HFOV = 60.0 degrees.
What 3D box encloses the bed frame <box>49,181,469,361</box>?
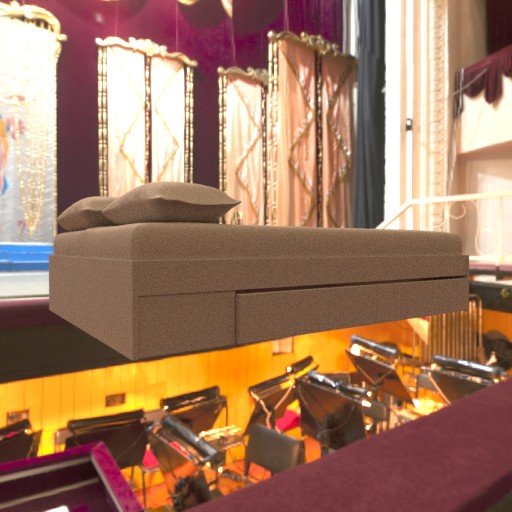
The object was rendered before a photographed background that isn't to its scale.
[{"bbox_3d":[0.000,0.000,2.554,1.950,0.629,1.450,-1,1,-35],"label":"bed frame"}]
